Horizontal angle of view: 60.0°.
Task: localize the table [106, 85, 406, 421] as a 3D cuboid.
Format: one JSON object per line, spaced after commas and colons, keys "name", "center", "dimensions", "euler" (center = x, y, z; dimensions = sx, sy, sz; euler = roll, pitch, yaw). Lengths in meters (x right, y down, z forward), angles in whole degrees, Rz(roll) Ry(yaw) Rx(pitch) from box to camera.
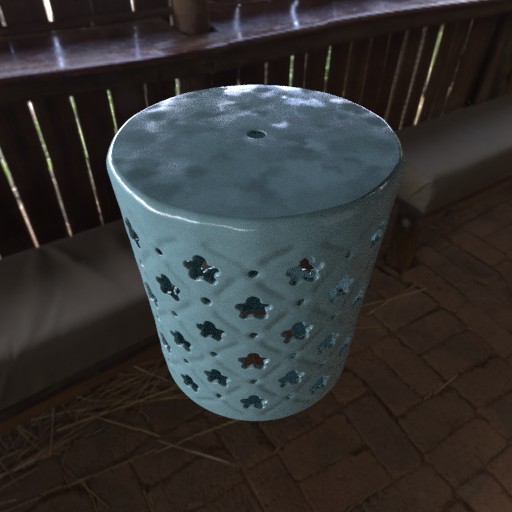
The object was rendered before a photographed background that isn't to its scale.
{"name": "table", "center": [0.000, 0.000, 0.655], "dimensions": [0.352, 0.387, 0.352], "euler": [0, 41, 0]}
